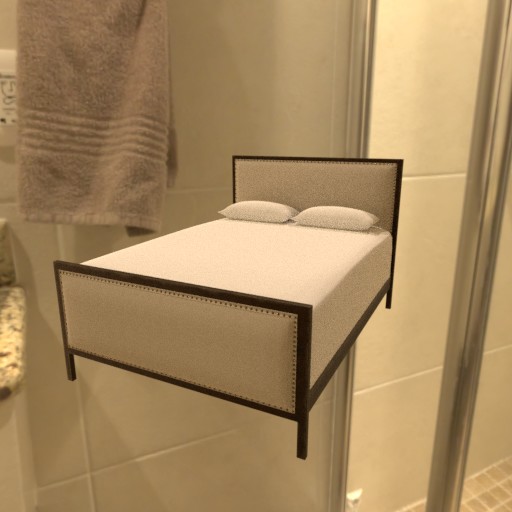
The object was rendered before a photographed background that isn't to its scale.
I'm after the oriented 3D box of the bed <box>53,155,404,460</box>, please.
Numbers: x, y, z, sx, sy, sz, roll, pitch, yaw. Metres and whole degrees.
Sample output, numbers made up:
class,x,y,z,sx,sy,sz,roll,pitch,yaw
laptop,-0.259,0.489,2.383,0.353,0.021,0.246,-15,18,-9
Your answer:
class,x,y,z,sx,sy,sz,roll,pitch,yaw
bed,0.000,0.000,3.218,1.607,1.313,2.221,8,17,26
